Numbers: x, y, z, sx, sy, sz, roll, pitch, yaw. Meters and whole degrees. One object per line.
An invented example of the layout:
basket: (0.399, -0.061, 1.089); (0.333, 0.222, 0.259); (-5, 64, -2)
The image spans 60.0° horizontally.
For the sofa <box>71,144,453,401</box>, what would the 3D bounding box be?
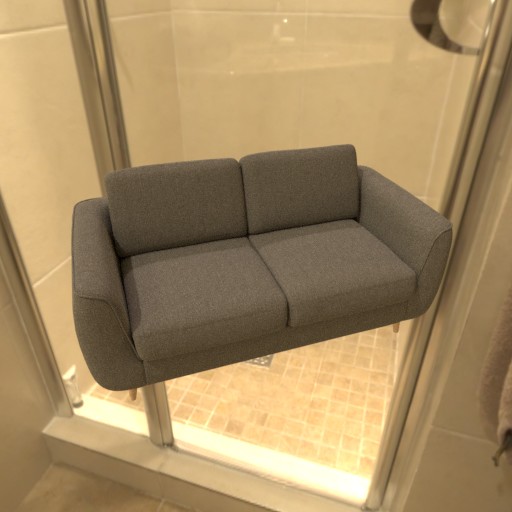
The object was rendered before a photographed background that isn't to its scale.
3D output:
sofa: (0.000, 0.000, 2.226); (1.700, 0.870, 0.920); (-10, 34, -16)
